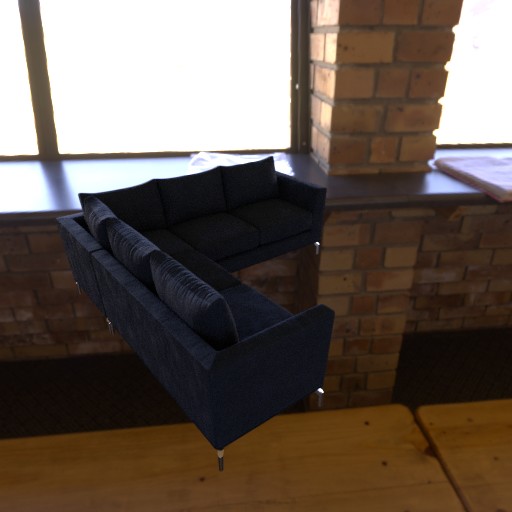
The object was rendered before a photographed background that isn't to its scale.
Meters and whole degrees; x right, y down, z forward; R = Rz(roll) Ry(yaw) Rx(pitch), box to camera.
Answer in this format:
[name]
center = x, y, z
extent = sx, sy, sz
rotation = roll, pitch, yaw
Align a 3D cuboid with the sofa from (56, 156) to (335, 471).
[sofa]
center = 0.000, 0.000, 3.725
extent = 2.463, 0.988, 2.472
rotation = -19, 32, -33
